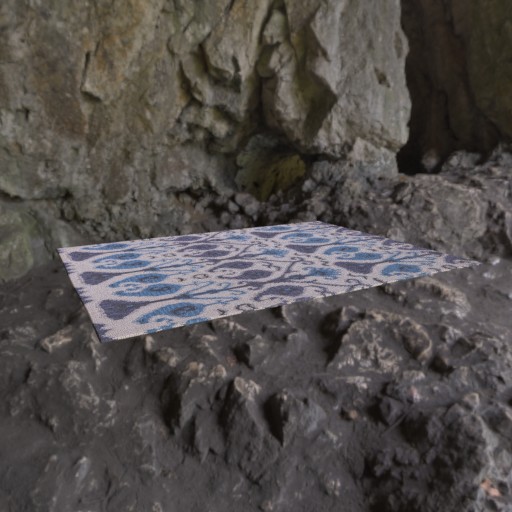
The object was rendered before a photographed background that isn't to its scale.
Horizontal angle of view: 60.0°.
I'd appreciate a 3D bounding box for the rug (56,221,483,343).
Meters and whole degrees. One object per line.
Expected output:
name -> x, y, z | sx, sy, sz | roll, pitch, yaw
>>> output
rug -> 0.000, 0.000, 2.892 | 2.261, 0.013, 1.676 | -8, 17, -28
